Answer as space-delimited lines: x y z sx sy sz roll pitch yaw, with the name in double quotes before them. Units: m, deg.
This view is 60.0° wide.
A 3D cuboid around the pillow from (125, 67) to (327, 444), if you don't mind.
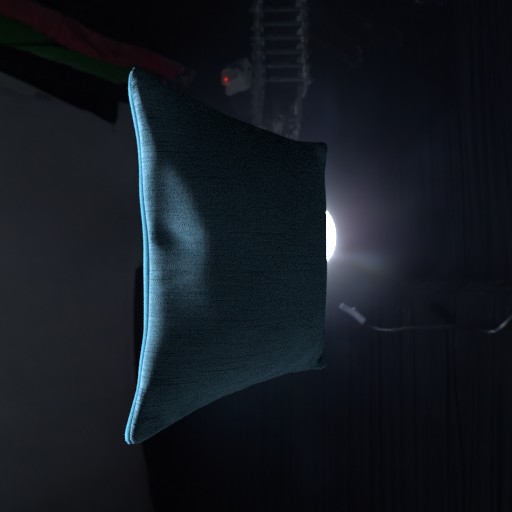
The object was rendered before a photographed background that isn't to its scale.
"pillow" 0.000 0.000 0.647 0.151 0.415 0.433 0 0 38
